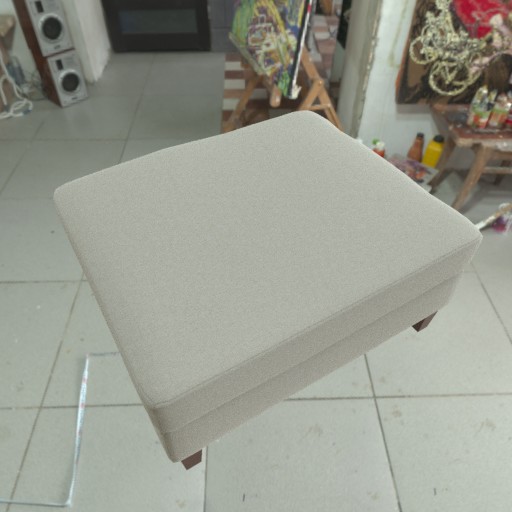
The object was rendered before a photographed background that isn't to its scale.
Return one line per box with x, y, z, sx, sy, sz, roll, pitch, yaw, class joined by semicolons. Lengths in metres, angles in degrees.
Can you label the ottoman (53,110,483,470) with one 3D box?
0.000;0.000;1.396;0.976;0.492;0.836;-23;50;-21;ottoman
